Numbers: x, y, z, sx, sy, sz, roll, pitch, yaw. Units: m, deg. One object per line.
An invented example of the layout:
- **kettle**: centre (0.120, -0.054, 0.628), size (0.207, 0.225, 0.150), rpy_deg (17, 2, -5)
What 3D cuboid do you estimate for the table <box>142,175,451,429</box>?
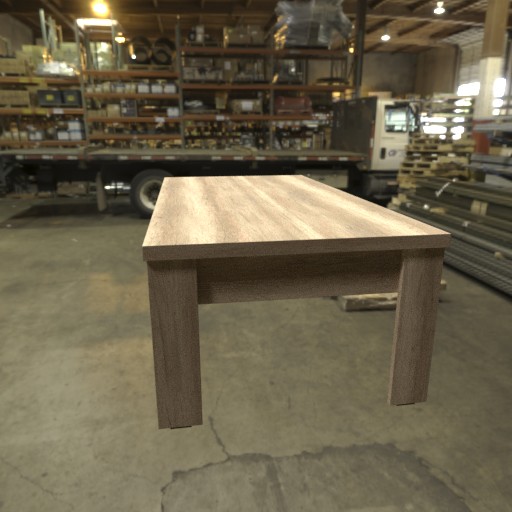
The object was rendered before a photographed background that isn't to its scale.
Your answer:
- **table**: centre (0.000, 0.000, 1.679), size (0.700, 0.460, 1.350), rpy_deg (-3, 16, -9)
